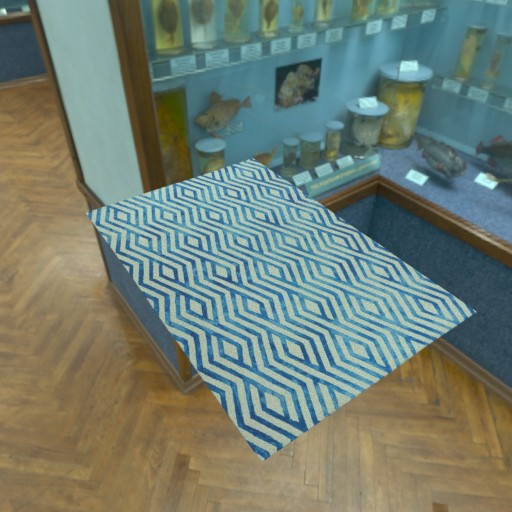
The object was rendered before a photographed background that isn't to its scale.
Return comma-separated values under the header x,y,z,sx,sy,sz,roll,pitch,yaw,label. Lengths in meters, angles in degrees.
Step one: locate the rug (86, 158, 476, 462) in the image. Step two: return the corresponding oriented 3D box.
x,y,z,sx,sy,sz,roll,pitch,yaw,label
0.000,0.000,2.360,1.225,0.008,1.830,-24,46,-26,rug
